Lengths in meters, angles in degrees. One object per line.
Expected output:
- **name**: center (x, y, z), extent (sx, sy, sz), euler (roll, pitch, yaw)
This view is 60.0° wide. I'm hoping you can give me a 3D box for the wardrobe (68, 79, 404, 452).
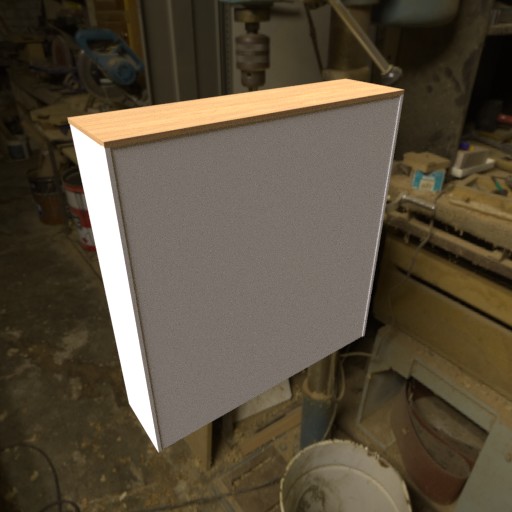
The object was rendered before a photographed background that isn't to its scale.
- **wardrobe**: center (0.000, 0.000, 3.367), extent (2.160, 2.260, 0.590), euler (-20, 36, -30)
